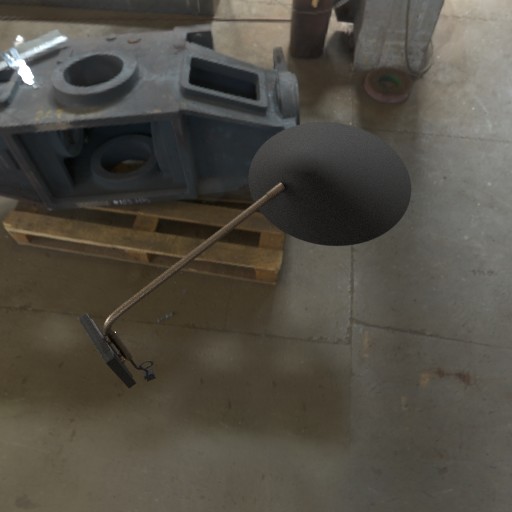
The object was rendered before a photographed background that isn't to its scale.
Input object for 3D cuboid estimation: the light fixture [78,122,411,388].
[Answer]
[{"bbox_3d":[0.000,0.000,0.682,0.516,0.312,0.240,-34,64,-19],"label":"light fixture"}]
